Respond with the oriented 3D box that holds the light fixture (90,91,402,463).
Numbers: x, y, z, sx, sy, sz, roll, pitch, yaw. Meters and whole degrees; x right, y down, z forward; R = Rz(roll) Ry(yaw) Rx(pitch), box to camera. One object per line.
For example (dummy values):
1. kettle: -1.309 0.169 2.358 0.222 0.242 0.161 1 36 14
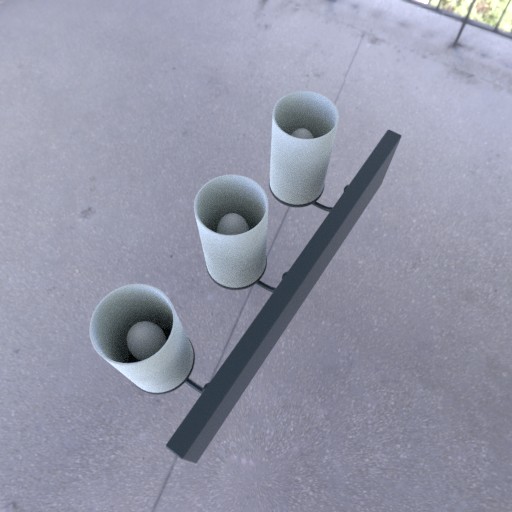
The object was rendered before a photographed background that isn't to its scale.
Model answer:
1. light fixture: 0.000 0.000 0.540 0.145 0.172 0.451 31 67 15
